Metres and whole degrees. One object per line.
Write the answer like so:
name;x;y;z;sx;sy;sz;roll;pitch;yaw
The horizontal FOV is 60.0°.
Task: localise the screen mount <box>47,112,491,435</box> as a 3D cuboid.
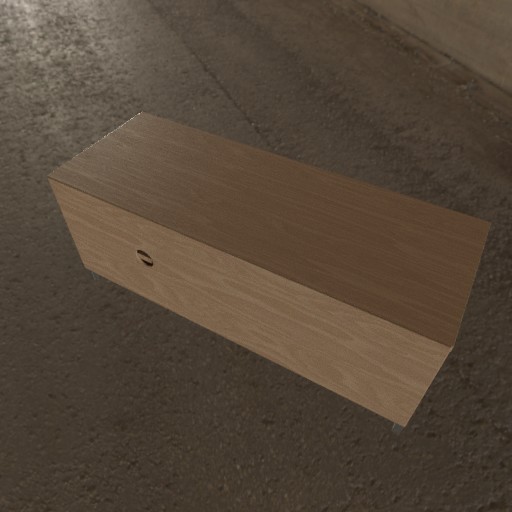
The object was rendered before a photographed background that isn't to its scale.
screen mount;0.000;0.000;1.296;1.084;0.432;0.406;22;51;20
